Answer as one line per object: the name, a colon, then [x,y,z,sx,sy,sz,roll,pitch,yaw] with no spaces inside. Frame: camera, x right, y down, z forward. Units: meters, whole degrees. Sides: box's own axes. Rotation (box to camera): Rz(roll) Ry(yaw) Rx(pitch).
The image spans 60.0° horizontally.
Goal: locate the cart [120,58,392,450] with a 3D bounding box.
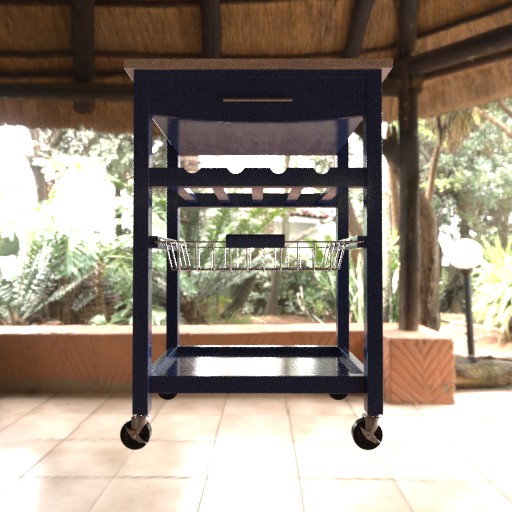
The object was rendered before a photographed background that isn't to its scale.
cart: [0.000,0.000,1.138,0.584,0.839,0.403,0,-1,0]
